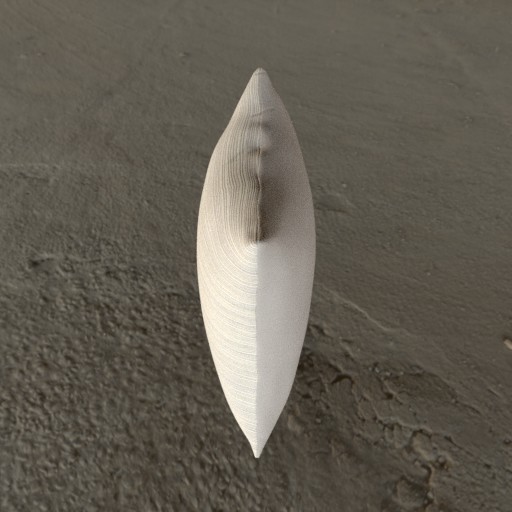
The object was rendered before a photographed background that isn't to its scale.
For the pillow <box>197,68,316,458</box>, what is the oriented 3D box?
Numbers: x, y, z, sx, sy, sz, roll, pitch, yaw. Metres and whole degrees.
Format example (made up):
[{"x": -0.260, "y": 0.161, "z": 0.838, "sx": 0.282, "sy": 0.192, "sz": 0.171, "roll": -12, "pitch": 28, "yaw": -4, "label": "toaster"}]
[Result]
[{"x": 0.000, "y": 0.000, "z": 0.804, "sx": 0.204, "sy": 0.497, "sz": 0.512, "roll": 1, "pitch": 42, "yaw": 1, "label": "pillow"}]
